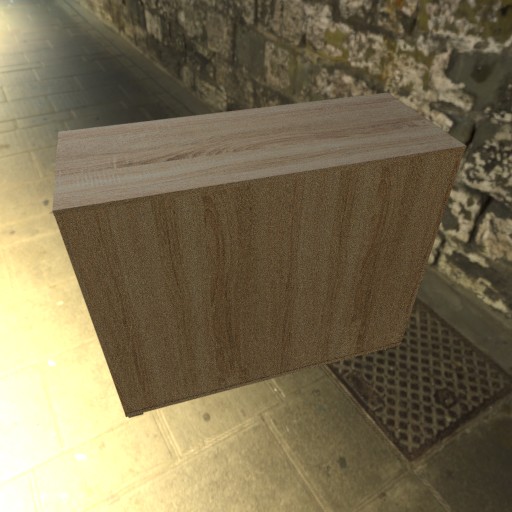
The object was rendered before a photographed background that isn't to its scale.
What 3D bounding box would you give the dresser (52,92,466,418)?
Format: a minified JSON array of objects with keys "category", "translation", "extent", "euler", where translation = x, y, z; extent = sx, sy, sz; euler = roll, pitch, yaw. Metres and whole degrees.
[{"category":"dresser","translation":[0.000,0.000,1.576],"extent":[1.100,0.900,0.450],"euler":[-11,41,-13]}]
